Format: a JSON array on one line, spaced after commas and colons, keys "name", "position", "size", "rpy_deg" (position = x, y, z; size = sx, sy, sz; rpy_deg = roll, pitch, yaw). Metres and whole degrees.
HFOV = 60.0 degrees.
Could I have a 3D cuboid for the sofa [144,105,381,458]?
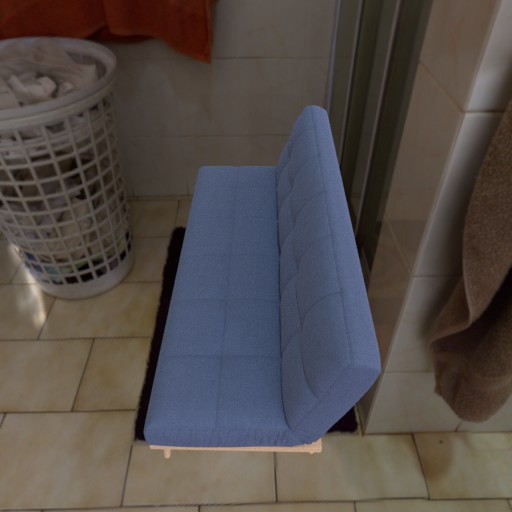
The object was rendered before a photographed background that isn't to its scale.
[{"name": "sofa", "position": [0.000, 0.000, 2.211], "size": [0.796, 0.800, 1.800], "rpy_deg": [1, 43, 1]}]
